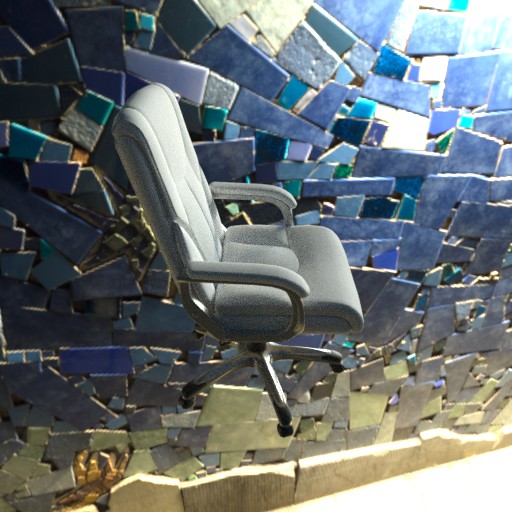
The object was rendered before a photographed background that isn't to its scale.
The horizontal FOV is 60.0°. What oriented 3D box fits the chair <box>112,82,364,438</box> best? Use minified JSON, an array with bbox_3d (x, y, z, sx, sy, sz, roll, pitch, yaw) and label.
[{"bbox_3d":[0.000,0.000,1.577,0.738,1.120,0.687,0,32,1],"label":"chair"}]
